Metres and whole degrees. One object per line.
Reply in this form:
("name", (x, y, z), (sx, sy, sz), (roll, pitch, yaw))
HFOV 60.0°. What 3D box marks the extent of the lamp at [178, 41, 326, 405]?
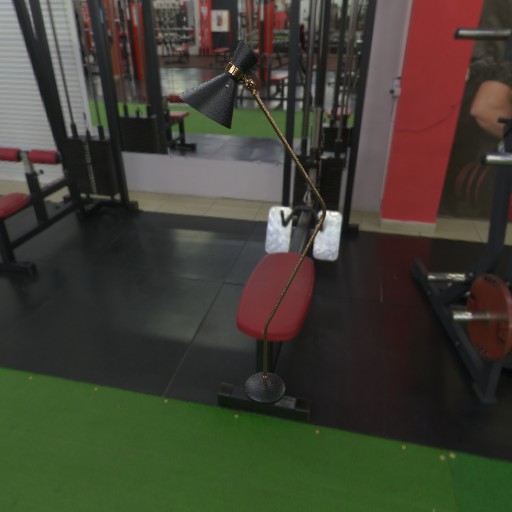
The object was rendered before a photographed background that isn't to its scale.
("lamp", (0.000, 0.000, 1.649), (0.467, 1.438, 0.277), (8, 30, 13))
